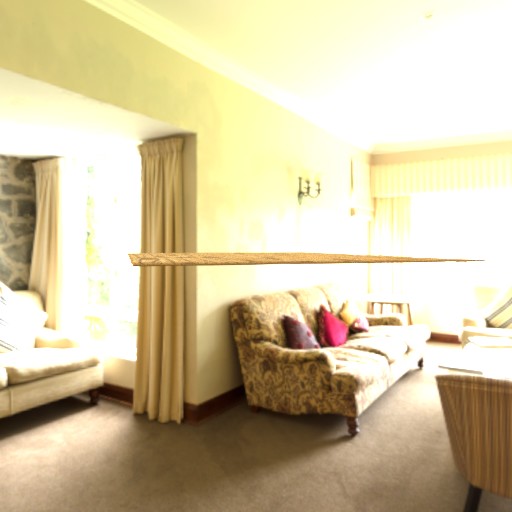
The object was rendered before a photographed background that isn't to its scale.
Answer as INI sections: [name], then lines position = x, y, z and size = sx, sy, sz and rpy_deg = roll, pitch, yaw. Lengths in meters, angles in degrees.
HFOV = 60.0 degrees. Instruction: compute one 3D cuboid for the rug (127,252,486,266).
[rug]
position = 0.000, 0.000, 4.423
size = 2.449, 0.019, 3.357
rpy_deg = 0, 2, -17
